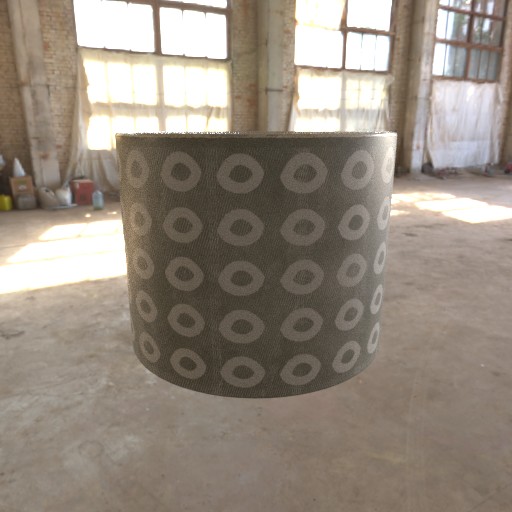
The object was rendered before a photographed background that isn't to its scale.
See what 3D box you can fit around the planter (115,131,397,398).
[{"bbox_3d":[0.000,0.000,0.443,0.250,0.239,0.250,0,16,0],"label":"planter"}]
